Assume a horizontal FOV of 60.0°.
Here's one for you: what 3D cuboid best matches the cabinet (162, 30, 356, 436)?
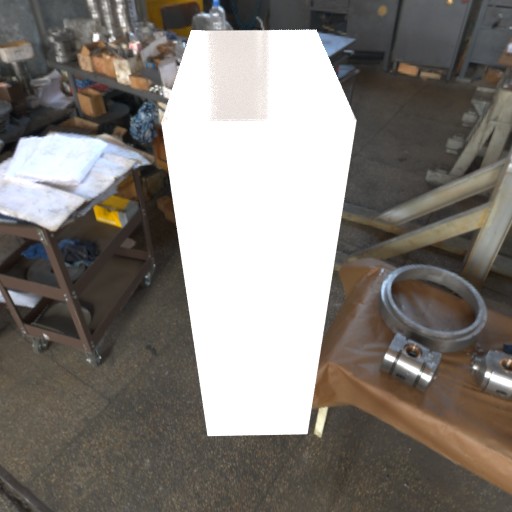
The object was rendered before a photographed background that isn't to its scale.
[{"bbox_3d":[0.000,0.000,2.317,0.580,1.920,0.980,-1,41,-1],"label":"cabinet"}]
